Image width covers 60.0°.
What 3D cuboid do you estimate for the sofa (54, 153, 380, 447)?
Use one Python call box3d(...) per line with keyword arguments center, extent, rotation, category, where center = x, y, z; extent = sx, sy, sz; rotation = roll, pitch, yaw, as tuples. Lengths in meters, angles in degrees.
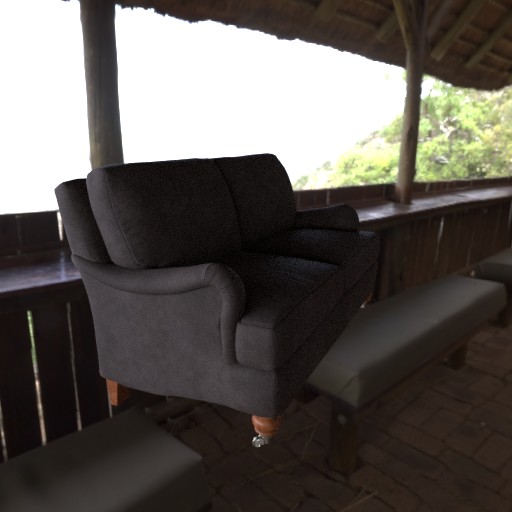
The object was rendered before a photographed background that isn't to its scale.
box3d(center=(0.000, 0.000, 2.539), extent=(1.084, 1.101, 1.853), rotation=(7, 17, 26), category="sofa")
